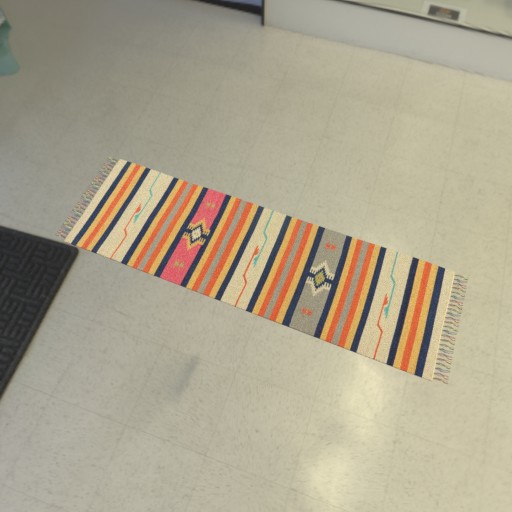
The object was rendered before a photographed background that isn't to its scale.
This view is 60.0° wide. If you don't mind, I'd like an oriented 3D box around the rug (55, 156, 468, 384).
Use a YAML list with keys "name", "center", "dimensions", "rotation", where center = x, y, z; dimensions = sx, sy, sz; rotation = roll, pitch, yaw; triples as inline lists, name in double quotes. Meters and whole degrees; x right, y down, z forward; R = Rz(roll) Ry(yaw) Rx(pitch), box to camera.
- name: "rug"
  center: [0.000, 0.000, 2.699]
  dimensions: [2.455, 0.017, 0.695]
  rotation: [20, 64, 10]
